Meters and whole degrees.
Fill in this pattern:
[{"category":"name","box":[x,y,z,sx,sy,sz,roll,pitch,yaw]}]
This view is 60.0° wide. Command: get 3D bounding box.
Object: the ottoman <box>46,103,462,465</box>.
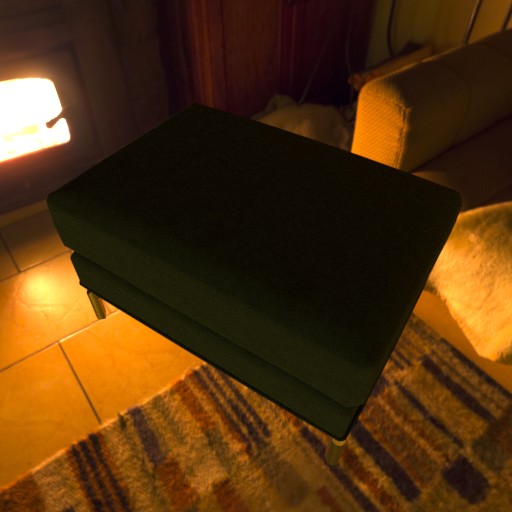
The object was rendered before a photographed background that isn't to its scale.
[{"category":"ottoman","box":[0.000,0.000,1.190,0.835,0.498,0.587,25,51,23]}]
